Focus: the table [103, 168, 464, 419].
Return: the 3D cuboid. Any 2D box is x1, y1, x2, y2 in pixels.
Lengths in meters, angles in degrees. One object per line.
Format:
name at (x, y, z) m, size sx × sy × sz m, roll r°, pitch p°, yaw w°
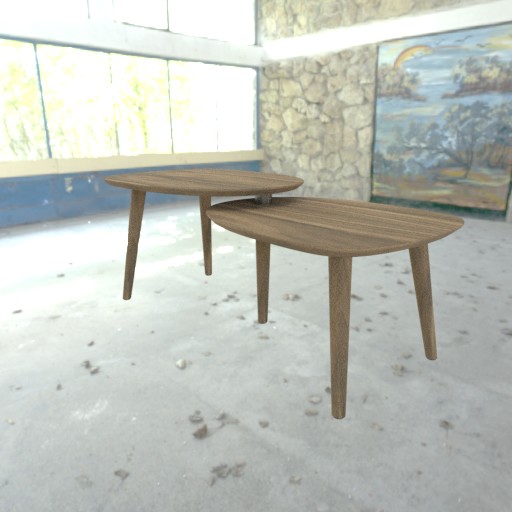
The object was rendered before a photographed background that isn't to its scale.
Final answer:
table at (0.000, 0.000, 1.322) m, size 0.527 × 0.429 × 1.084 m, roll -14°, pitch 21°, yaw -41°
